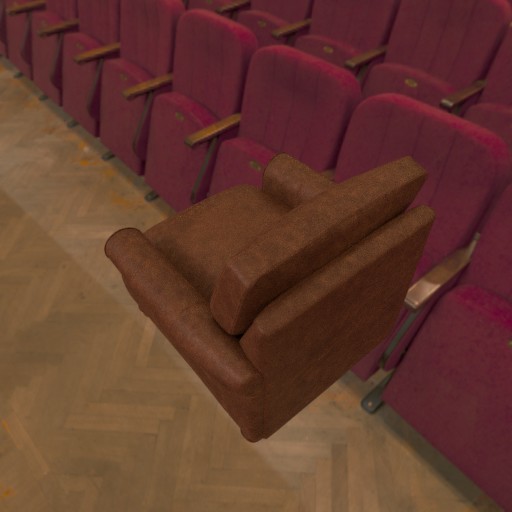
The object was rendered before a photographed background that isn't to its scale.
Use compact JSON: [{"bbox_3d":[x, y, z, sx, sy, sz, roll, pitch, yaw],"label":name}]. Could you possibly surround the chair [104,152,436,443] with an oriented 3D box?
[{"bbox_3d":[0.000,0.000,1.824,0.996,0.976,1.002,-31,54,-26],"label":"chair"}]
